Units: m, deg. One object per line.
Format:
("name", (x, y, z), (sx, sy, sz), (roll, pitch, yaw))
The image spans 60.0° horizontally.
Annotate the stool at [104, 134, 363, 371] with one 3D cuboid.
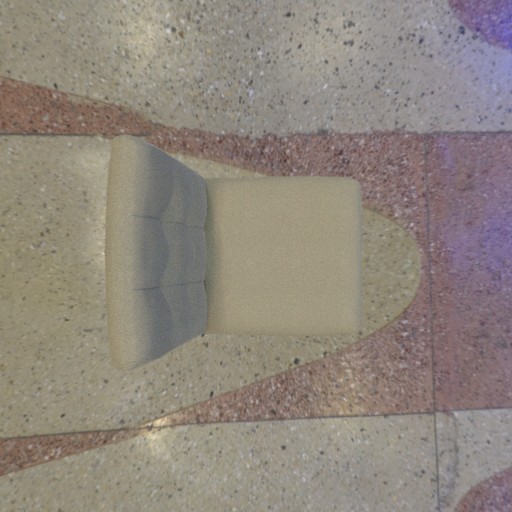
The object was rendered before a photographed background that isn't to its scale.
("stool", (0.000, 0.000, 1.270), (0.548, 1.047, 0.411), (0, 89, -1))
